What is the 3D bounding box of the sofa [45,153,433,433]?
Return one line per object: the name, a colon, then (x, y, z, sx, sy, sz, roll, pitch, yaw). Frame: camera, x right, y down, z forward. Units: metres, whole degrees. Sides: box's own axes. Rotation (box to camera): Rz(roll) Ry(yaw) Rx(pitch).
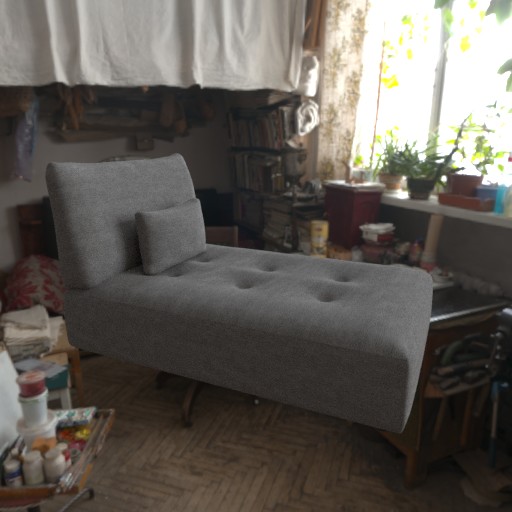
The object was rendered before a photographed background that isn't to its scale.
sofa: (0.000, 0.000, 1.942, 1.450, 0.820, 0.930, 7, 17, 24)
